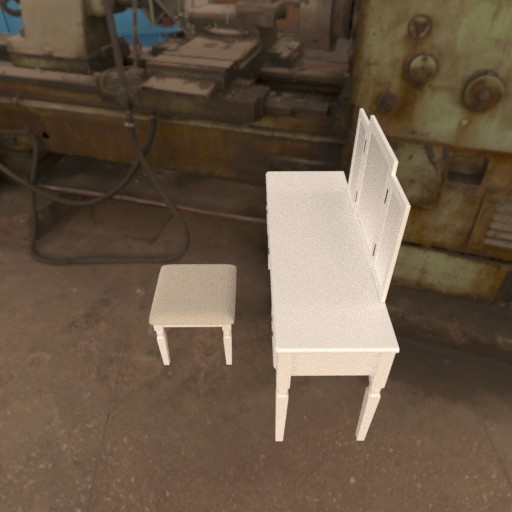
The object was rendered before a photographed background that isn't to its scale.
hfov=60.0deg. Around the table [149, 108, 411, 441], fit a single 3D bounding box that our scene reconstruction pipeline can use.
[{"bbox_3d":[0.000,0.000,2.280,1.115,1.310,1.369,0,40,0],"label":"table"}]
